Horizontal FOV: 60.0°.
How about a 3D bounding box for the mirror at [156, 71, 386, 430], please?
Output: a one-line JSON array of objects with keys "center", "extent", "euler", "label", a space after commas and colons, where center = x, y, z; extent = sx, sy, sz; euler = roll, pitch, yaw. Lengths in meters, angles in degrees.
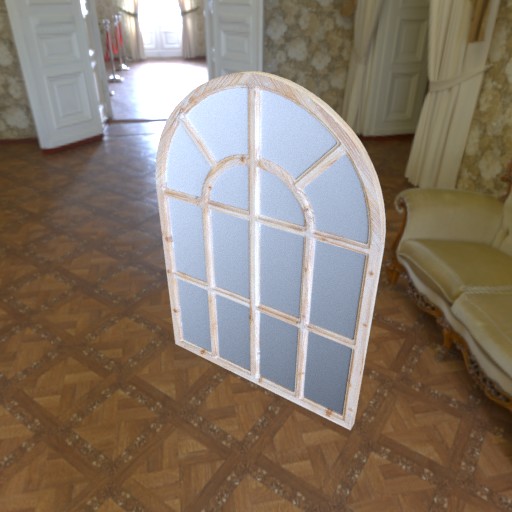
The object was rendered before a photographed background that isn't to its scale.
[{"center": [0.000, 0.000, 1.189], "extent": [0.660, 0.920, 0.032], "euler": [18, 35, 28], "label": "mirror"}]
